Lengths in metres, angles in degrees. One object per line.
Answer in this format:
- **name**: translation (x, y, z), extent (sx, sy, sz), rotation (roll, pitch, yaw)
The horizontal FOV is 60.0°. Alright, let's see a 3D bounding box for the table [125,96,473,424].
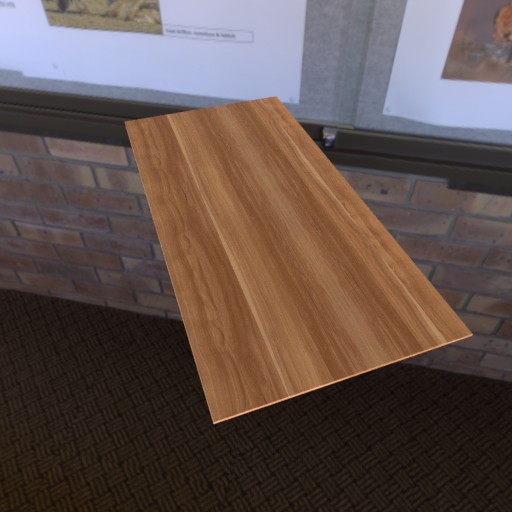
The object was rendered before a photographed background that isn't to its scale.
- **table**: translation (0.000, 0.000, 2.461), extent (1.000, 0.770, 2.000), rotation (-14, 48, -13)
